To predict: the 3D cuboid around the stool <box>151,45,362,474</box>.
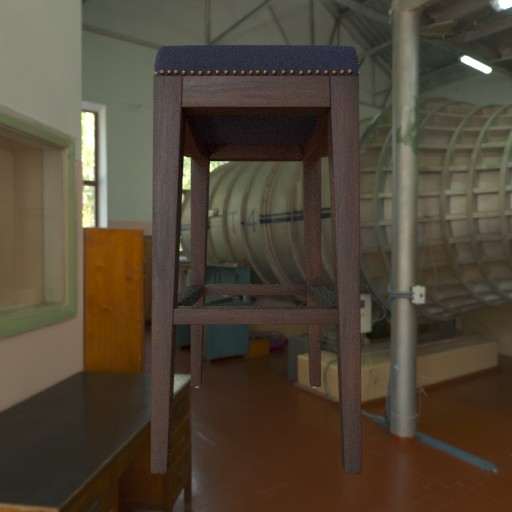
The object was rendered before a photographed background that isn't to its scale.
[{"bbox_3d":[0.000,0.000,0.992,0.358,0.740,0.498,0,1,0],"label":"stool"}]
